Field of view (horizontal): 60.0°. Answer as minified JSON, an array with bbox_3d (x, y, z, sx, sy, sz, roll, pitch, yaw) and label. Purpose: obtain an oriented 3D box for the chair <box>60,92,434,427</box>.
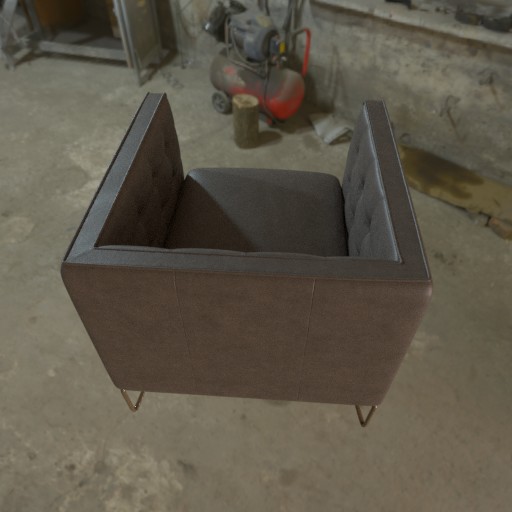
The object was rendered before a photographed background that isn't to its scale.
[{"bbox_3d":[0.000,0.000,1.563,0.880,0.790,0.894,3,47,3],"label":"chair"}]
